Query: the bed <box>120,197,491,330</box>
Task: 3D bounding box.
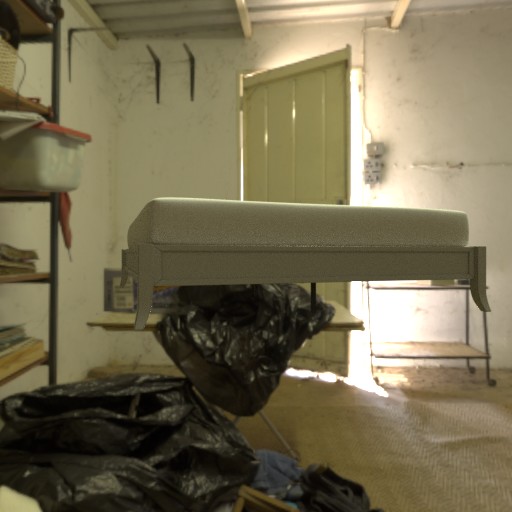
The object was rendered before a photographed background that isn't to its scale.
[{"bbox_3d":[0.000,0.000,2.804,1.604,0.510,2.108,0,0,-18],"label":"bed"}]
